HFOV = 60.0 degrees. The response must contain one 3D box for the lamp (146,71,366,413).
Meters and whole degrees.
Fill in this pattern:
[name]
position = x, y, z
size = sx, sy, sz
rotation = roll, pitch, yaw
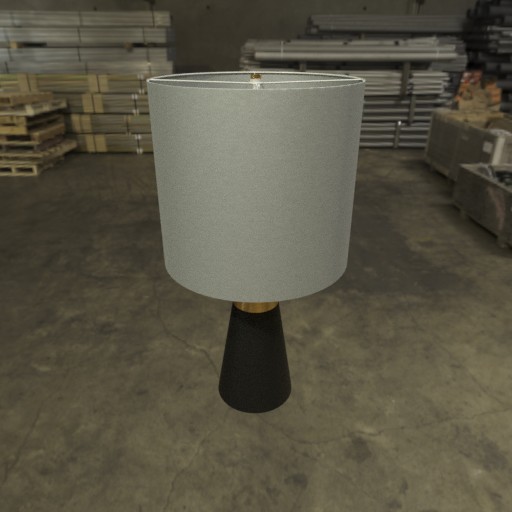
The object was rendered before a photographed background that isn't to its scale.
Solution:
[lamp]
position = 0.000, 0.000, 0.762
size = 0.308, 0.580, 0.308
rotation = 0, 26, -1
